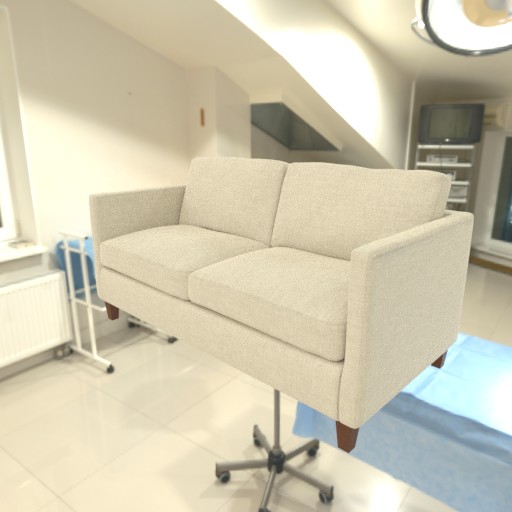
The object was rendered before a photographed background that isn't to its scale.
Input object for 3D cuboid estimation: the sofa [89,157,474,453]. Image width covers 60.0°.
[{"bbox_3d":[0.000,0.000,2.335,1.838,0.963,0.950,15,21,42],"label":"sofa"}]
